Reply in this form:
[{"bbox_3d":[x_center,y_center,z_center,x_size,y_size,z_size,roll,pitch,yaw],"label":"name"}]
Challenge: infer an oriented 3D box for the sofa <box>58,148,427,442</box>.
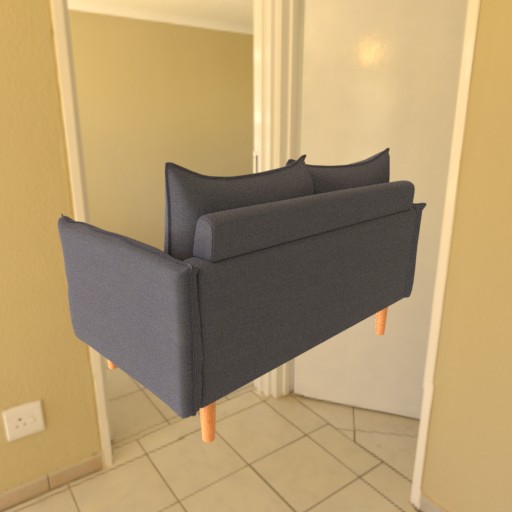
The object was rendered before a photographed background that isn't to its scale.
[{"bbox_3d":[0.000,0.000,1.810,0.820,0.840,1.300,16,23,43],"label":"sofa"}]
